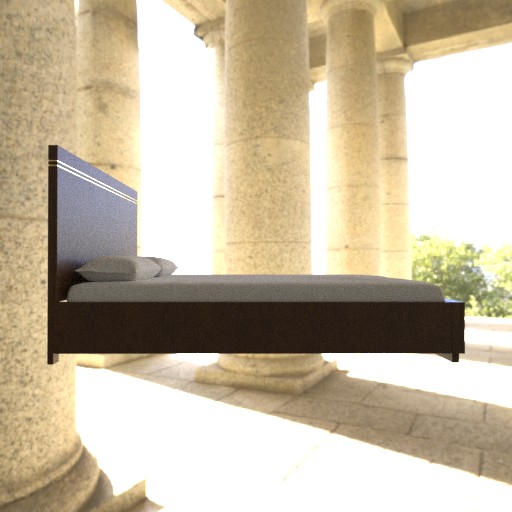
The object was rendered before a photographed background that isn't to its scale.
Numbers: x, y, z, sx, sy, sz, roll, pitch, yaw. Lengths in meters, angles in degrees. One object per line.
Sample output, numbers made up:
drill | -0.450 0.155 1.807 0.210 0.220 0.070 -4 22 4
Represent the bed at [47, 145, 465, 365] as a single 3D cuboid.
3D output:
bed | 0.000 0.000 3.167 2.221 1.169 1.613 0 -1 0
